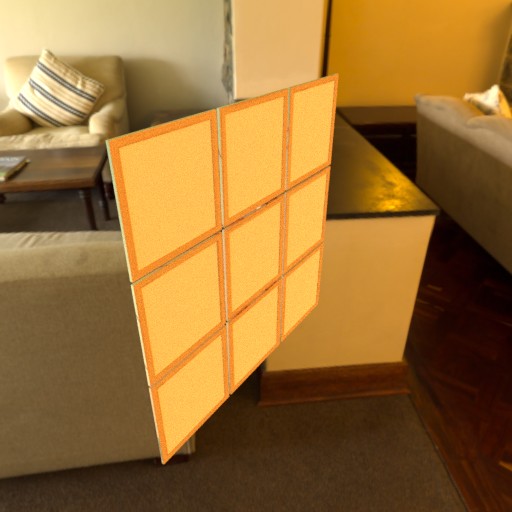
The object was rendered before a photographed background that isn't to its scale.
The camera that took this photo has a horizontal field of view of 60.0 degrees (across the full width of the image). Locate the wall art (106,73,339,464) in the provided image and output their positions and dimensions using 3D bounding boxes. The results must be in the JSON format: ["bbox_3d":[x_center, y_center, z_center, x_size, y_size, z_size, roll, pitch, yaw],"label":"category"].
[{"bbox_3d":[0.000,0.000,2.217,0.013,1.523,1.517,20,36,30],"label":"wall art"}]
